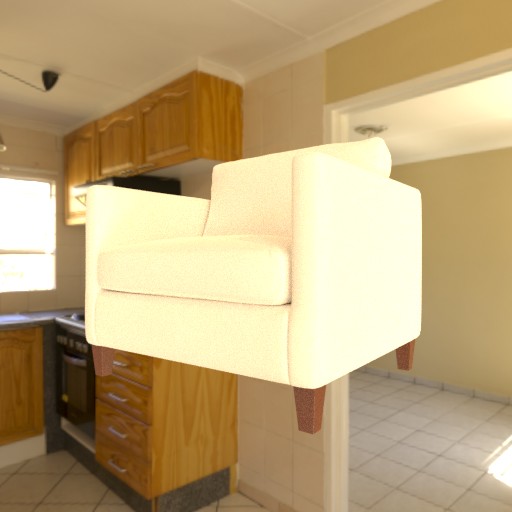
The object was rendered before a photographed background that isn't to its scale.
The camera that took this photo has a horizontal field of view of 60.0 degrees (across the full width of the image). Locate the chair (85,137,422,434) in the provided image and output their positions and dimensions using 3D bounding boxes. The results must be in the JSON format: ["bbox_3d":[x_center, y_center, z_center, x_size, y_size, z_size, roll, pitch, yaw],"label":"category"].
[{"bbox_3d":[0.000,0.000,1.694,1.019,0.885,0.878,0,0,36],"label":"chair"}]
